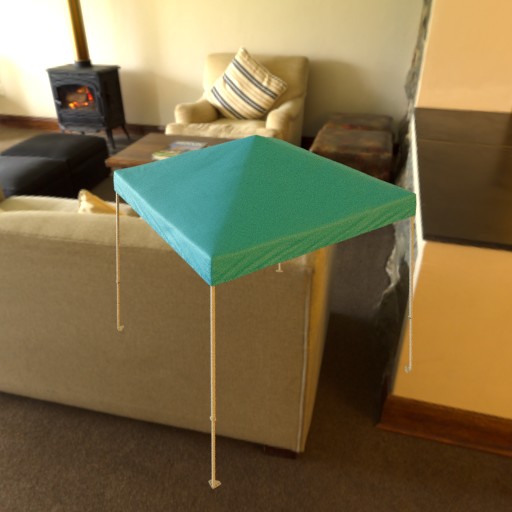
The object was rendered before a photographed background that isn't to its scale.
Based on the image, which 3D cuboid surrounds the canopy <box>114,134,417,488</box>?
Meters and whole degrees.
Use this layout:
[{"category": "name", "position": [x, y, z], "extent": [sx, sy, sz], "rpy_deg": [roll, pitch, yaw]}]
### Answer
[{"category": "canopy", "position": [0.000, 0.000, 5.216], "extent": [2.850, 2.850, 2.849], "rpy_deg": [-18, 35, -28]}]
